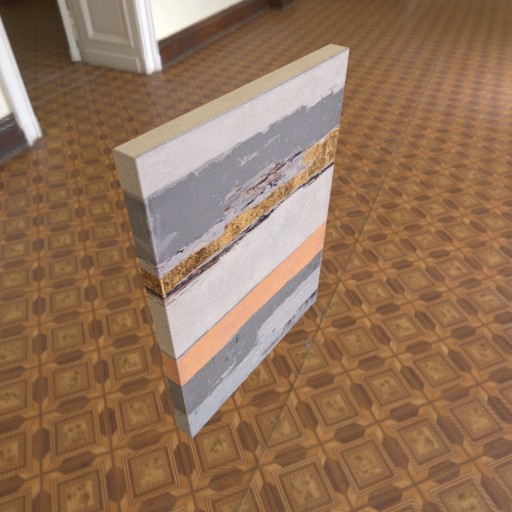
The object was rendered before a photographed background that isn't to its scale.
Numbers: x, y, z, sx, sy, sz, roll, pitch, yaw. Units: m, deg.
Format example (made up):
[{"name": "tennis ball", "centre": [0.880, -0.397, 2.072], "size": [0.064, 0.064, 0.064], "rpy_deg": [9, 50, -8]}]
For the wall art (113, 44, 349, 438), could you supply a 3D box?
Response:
[{"name": "wall art", "centre": [0.000, 0.000, 0.800], "size": [0.038, 0.609, 0.456], "rpy_deg": [27, 48, 27]}]
